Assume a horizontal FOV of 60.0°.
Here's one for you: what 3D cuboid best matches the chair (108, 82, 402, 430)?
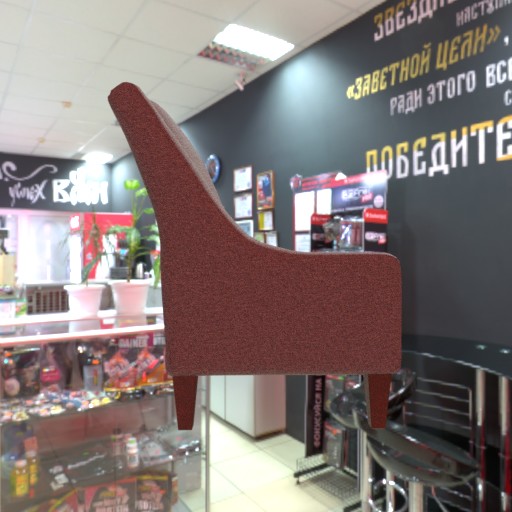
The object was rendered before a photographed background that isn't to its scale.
[{"bbox_3d":[0.000,0.000,1.648,0.870,1.016,0.774,0,1,-1],"label":"chair"}]
